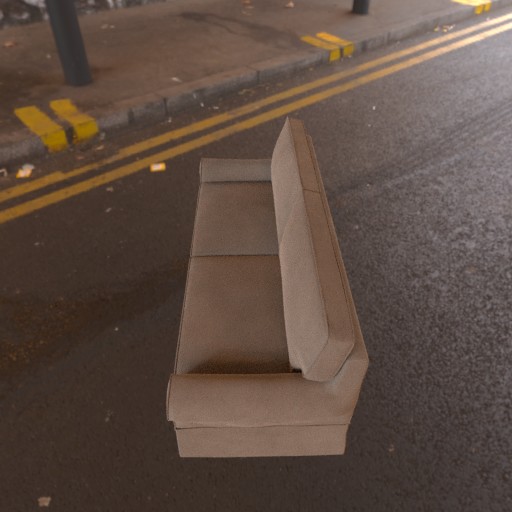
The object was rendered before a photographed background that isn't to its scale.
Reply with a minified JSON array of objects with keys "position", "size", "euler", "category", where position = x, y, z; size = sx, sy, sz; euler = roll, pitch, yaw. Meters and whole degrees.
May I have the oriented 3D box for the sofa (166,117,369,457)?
[{"position":[0.000,0.000,2.818],"size":[0.900,1.014,2.246],"euler":[-1,41,-1],"category":"sofa"}]
